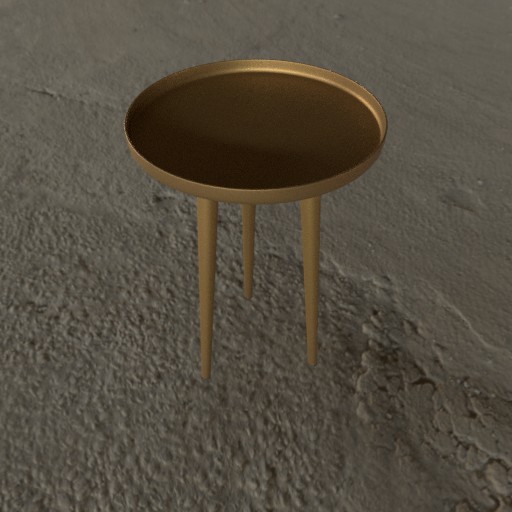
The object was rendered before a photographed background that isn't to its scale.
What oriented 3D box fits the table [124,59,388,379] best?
[{"bbox_3d":[0.000,0.000,0.684,0.299,0.480,0.299,14,47,13],"label":"table"}]
